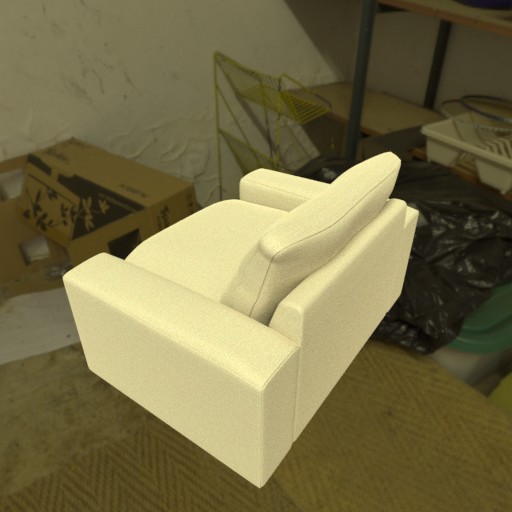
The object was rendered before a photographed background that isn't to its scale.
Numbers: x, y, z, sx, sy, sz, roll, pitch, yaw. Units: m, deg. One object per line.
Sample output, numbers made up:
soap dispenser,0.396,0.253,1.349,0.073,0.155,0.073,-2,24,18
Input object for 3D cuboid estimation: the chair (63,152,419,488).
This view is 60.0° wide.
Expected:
chair,0.000,0.000,2.066,1.039,0.915,1.398,21,39,29
